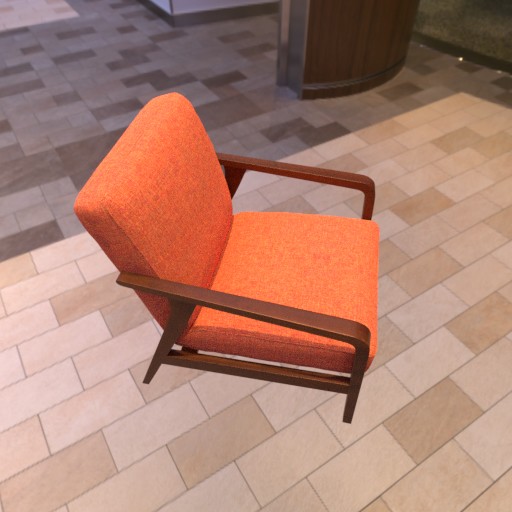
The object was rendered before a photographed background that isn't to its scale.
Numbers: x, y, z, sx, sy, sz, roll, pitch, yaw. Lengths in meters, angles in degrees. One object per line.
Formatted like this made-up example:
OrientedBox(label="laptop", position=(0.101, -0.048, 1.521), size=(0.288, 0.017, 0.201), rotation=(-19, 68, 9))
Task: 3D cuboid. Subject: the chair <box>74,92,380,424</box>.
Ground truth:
OrientedBox(label="chair", position=(0.000, 0.000, 1.547), size=(0.860, 0.890, 0.719), rotation=(8, 47, 8))
